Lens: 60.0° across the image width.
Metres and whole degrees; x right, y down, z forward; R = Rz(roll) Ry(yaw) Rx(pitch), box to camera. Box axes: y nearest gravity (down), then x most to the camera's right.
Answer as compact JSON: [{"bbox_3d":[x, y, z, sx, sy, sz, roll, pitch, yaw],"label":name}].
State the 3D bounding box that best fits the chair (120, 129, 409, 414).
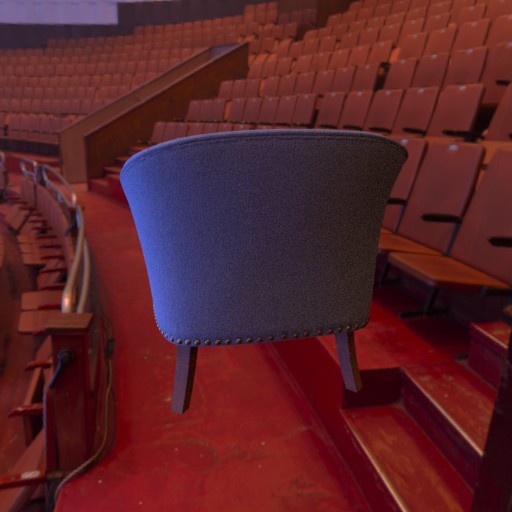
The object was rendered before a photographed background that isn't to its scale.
[{"bbox_3d":[0.000,0.000,1.464,0.798,0.815,0.704,-3,17,-11],"label":"chair"}]
